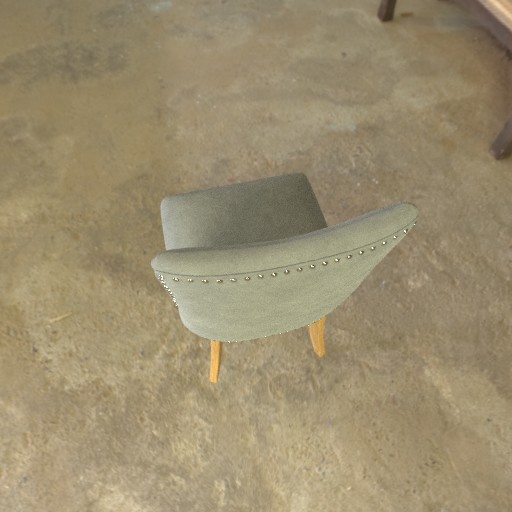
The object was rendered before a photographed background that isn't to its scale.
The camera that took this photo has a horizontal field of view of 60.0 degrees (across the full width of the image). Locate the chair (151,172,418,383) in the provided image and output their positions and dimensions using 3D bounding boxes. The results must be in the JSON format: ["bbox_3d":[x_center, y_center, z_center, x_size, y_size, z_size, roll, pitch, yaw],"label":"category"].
[{"bbox_3d":[0.000,0.000,1.249,0.495,0.902,0.610,-12,59,-7],"label":"chair"}]
